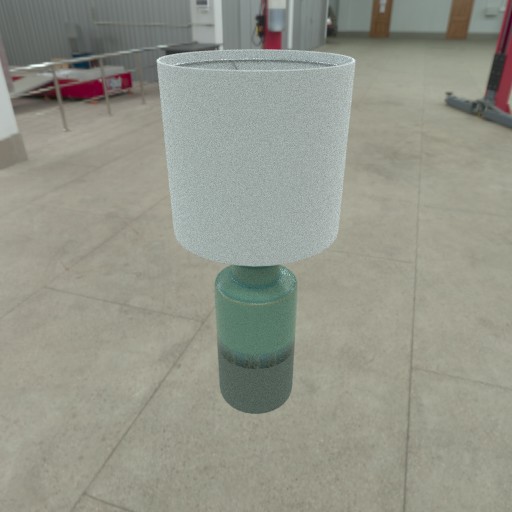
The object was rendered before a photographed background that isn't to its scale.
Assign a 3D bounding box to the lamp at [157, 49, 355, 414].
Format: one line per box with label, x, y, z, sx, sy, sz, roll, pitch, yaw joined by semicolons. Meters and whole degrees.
lamp;0.000;0.000;0.602;0.212;0.493;0.212;-8;31;-14
